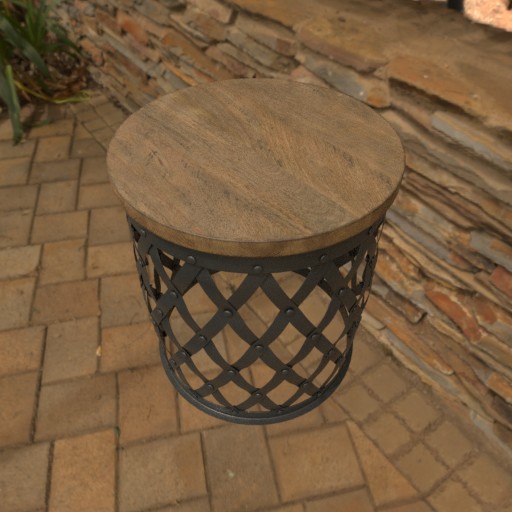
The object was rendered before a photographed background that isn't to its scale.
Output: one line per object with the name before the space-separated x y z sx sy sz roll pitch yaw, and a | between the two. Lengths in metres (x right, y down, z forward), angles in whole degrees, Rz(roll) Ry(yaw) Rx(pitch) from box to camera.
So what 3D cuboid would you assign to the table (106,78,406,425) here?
table | 0.000 0.000 0.775 0.405 0.454 0.405 0 46 0
